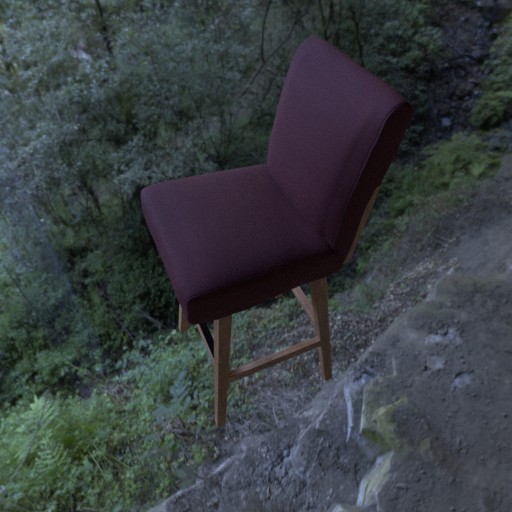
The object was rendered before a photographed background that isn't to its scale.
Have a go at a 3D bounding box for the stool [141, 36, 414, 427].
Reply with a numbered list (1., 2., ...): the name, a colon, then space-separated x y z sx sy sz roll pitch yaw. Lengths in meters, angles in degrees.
1. stool: 0.000 0.000 1.355 0.562 1.093 0.468 -18 50 -16
